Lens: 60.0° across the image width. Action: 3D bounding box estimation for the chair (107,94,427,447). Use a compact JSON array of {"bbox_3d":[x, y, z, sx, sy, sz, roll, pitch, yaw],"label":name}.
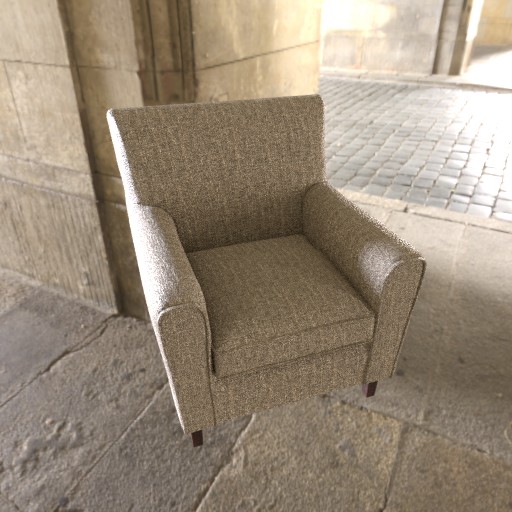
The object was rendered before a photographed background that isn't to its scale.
[{"bbox_3d":[0.000,0.000,1.618,0.864,0.928,0.873,-10,32,-16],"label":"chair"}]
